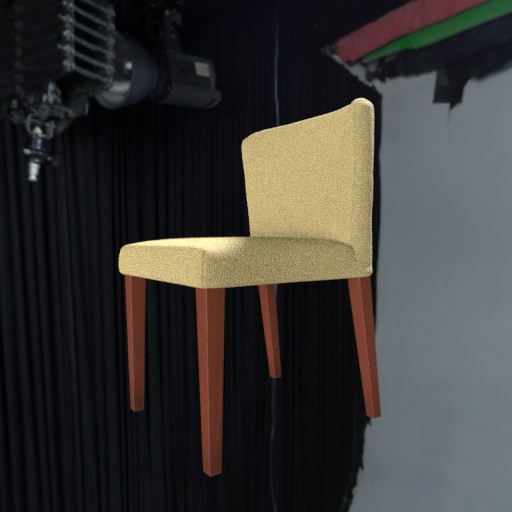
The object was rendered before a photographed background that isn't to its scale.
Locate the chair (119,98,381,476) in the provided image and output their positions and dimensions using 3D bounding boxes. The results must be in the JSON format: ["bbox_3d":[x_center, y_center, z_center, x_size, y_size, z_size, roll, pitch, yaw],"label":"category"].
[{"bbox_3d":[0.000,0.000,1.181,0.589,0.839,0.491,-2,3,-36],"label":"chair"}]
